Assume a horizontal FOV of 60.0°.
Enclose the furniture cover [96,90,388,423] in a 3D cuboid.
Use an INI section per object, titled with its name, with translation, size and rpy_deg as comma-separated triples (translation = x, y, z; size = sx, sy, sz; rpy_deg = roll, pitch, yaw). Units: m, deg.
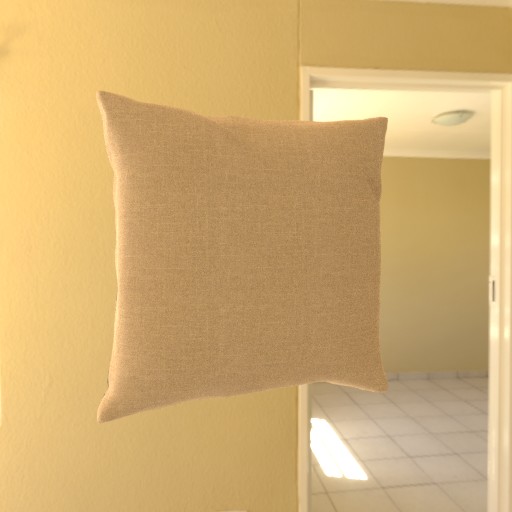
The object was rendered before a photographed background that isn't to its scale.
[furniture cover]
translation = 0.000, 0.000, 0.635
size = 0.431, 0.431, 0.139
rpy_deg = 0, 1, -17
